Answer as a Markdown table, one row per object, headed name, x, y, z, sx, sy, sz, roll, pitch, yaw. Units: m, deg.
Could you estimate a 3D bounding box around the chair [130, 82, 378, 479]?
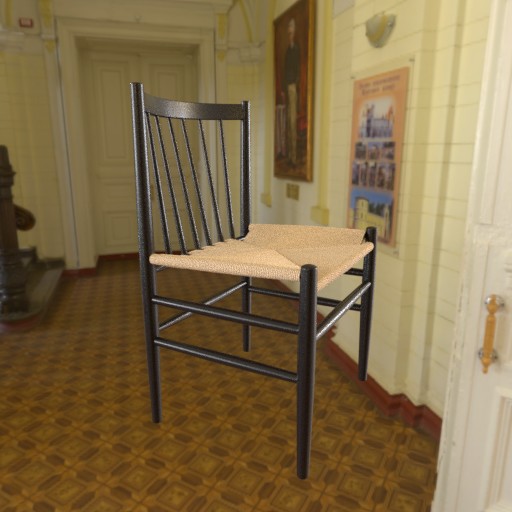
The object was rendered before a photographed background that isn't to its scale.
| name | x | y | z | sx | sy | sz | roll | pitch | yaw |
| --- | --- | --- | --- | --- | --- | --- | --- | --- | --- |
| chair | 0.000 | 0.000 | 1.155 | 0.516 | 0.818 | 0.495 | 8 | 16 | 28 |
